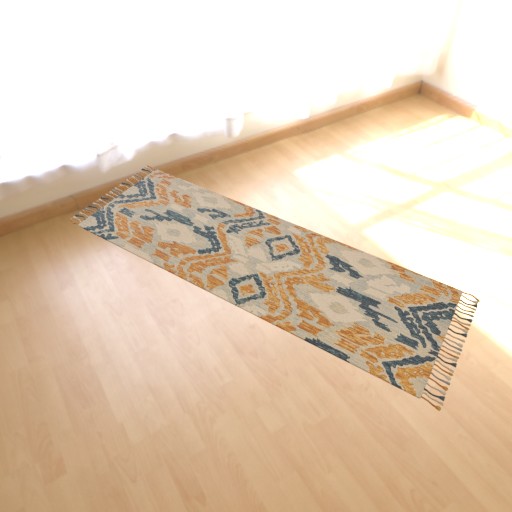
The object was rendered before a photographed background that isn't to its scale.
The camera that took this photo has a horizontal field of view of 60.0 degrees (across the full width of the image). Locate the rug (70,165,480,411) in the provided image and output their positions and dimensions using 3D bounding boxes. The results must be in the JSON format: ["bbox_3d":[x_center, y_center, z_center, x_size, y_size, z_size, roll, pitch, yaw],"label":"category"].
[{"bbox_3d":[0.000,0.000,2.663,2.437,0.010,0.783,24,50,22],"label":"rug"}]
